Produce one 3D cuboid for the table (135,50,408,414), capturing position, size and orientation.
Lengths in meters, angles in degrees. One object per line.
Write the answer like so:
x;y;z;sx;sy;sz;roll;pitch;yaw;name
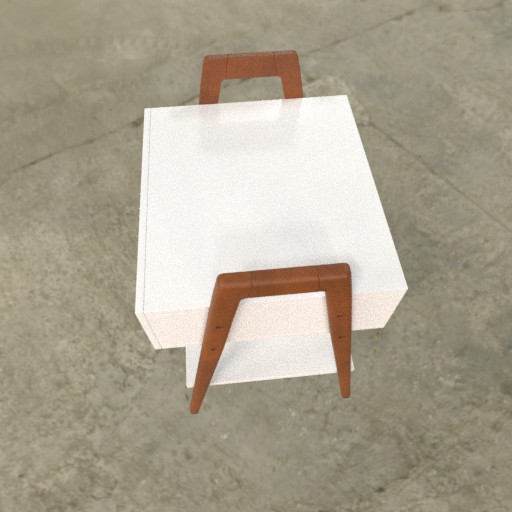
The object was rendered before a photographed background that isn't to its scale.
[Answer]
0.000;0.000;0.903;0.405;0.610;0.457;-5;58;-3;table
